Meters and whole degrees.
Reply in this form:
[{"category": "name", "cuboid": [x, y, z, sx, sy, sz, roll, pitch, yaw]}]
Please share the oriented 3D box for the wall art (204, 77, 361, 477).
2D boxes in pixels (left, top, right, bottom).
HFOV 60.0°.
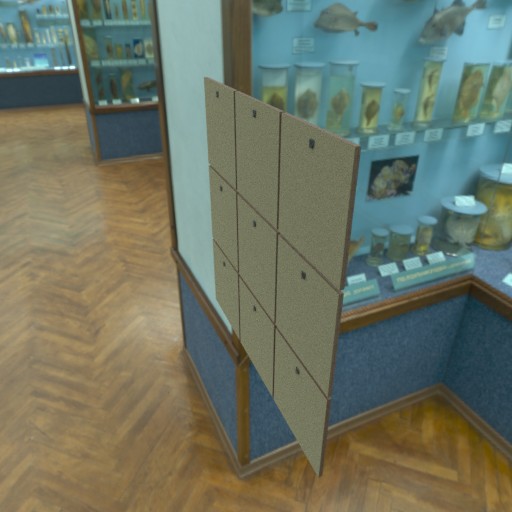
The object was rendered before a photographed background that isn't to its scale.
[{"category": "wall art", "cuboid": [0.000, 0.000, 1.343, 0.018, 0.904, 0.906, -11, 31, -19]}]
